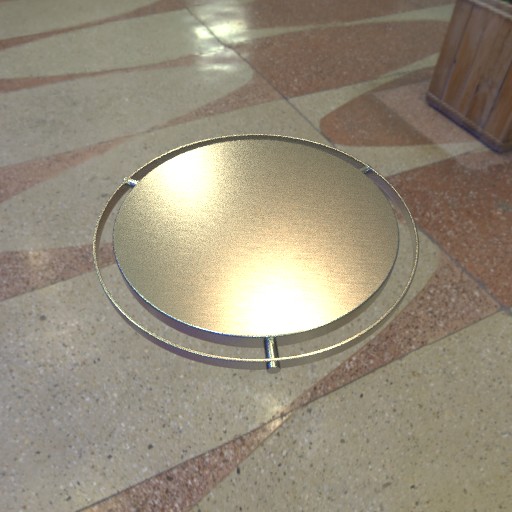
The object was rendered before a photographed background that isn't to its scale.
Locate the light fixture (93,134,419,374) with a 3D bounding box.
[{"bbox_3d":[0.000,0.000,0.548,0.361,0.130,0.361,0,47,0],"label":"light fixture"}]
